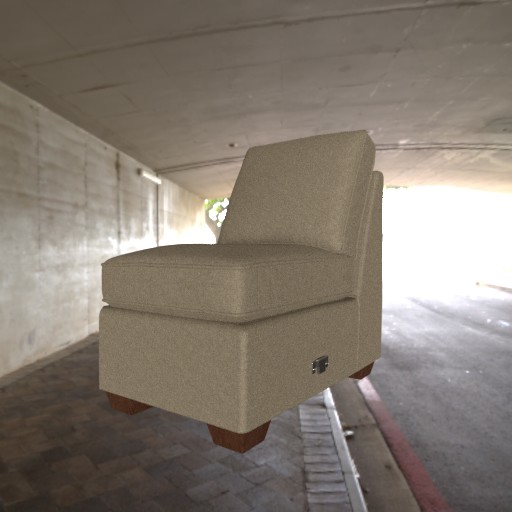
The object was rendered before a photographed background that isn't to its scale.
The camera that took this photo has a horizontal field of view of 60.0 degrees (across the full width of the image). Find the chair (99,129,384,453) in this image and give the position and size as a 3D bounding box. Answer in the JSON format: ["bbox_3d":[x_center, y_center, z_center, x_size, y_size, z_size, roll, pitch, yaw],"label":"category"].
[{"bbox_3d":[0.000,0.000,1.739,0.674,1.058,1.020,1,2,36],"label":"chair"}]
